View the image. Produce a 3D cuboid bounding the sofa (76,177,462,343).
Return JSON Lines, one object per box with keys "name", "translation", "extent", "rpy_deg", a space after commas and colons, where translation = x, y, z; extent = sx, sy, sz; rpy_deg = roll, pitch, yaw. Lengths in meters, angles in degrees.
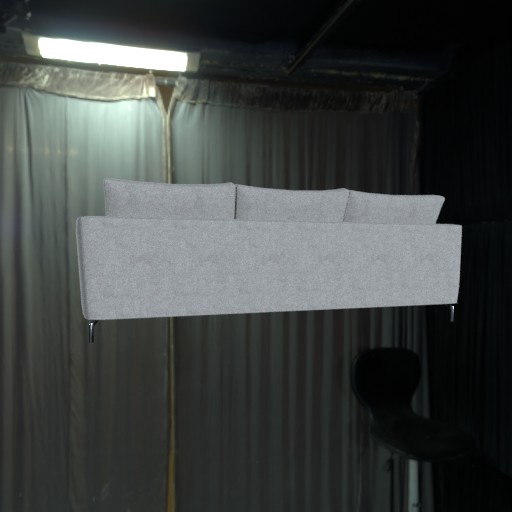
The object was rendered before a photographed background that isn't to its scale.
{"name": "sofa", "translation": [0.000, 0.000, 3.329], "extent": [2.438, 0.864, 1.626], "rpy_deg": [0, 1, -18]}
